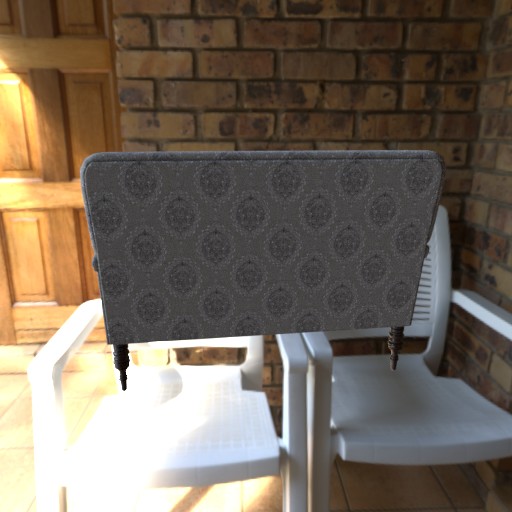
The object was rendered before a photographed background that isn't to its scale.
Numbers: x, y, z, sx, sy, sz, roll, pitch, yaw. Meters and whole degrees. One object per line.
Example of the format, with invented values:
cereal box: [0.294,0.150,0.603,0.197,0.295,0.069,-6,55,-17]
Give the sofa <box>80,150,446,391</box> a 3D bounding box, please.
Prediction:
sofa: [0.000,0.000,1.869,1.297,0.889,0.779,-2,16,-8]
